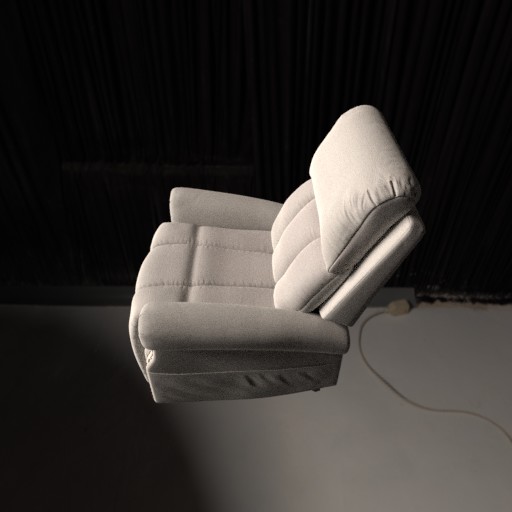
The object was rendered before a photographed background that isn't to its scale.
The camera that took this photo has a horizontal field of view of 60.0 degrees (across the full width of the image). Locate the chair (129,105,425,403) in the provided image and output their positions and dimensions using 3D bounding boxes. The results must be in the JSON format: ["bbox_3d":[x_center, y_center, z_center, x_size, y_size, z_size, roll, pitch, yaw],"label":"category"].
[{"bbox_3d":[0.000,0.000,1.769,0.979,1.031,0.871,0,41,0],"label":"chair"}]
